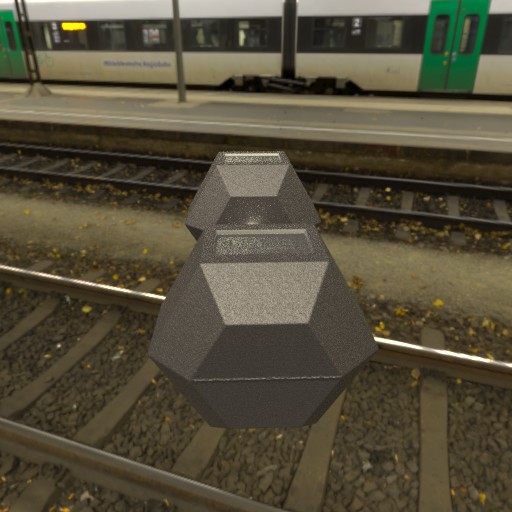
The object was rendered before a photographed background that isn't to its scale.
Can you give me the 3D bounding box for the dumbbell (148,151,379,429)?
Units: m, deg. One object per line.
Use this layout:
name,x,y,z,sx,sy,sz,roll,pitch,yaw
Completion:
dumbbell,0.000,0.000,0.336,0.122,0.106,0.271,-1,26,-2
